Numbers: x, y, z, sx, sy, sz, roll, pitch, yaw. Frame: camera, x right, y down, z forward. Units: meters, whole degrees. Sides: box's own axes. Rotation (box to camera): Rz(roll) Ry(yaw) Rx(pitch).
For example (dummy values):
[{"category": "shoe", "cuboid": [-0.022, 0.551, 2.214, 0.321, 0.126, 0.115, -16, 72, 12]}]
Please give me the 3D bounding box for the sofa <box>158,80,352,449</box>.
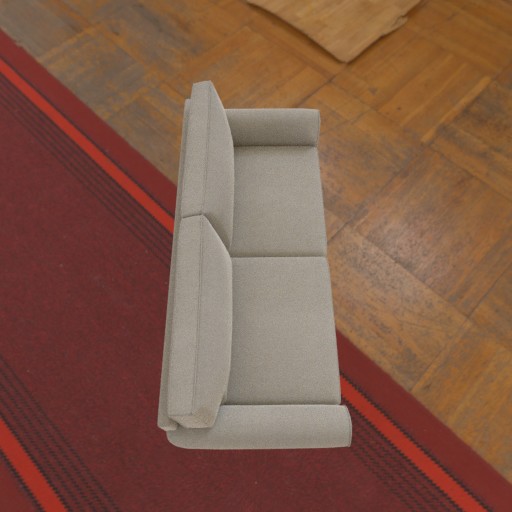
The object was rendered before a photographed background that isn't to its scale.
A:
[{"category": "sofa", "cuboid": [0.000, 0.000, 2.671, 0.901, 0.962, 2.146, -1, 63, 0]}]
